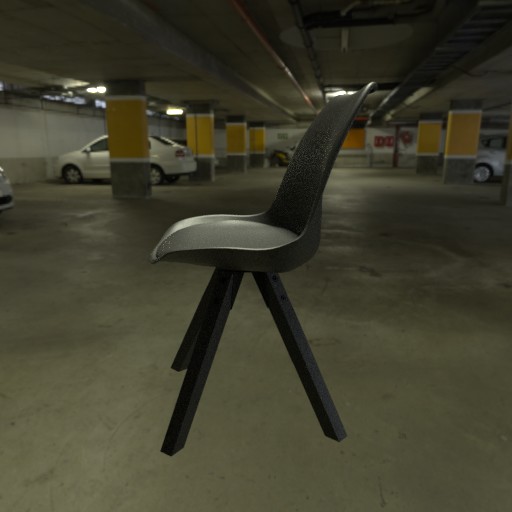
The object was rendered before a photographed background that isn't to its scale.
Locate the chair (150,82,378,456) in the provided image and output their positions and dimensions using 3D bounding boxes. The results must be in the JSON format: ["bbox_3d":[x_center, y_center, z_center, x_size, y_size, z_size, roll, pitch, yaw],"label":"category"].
[{"bbox_3d":[0.000,0.000,1.182,0.550,0.850,0.485,-2,14,-7],"label":"chair"}]
